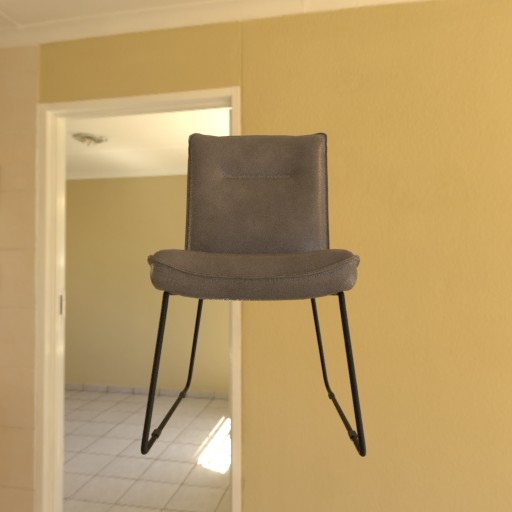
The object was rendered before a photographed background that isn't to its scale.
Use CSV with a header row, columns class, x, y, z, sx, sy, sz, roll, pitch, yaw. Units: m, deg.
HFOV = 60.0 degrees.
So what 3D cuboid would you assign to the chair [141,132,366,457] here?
class,x,y,z,sx,sy,sz,roll,pitch,yaw
chair,0.000,0.000,1.342,0.515,0.932,0.688,0,-1,1
